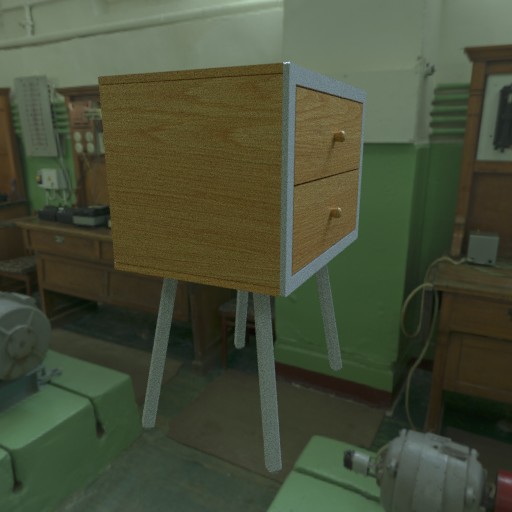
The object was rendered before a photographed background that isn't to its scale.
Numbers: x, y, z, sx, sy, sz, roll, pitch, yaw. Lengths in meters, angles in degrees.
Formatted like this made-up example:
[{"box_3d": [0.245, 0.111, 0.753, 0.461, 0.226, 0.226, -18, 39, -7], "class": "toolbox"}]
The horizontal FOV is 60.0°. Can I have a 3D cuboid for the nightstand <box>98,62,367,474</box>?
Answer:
[{"box_3d": [0.000, 0.000, 0.830, 0.316, 0.601, 0.400, 7, 17, 25], "class": "nightstand"}]
